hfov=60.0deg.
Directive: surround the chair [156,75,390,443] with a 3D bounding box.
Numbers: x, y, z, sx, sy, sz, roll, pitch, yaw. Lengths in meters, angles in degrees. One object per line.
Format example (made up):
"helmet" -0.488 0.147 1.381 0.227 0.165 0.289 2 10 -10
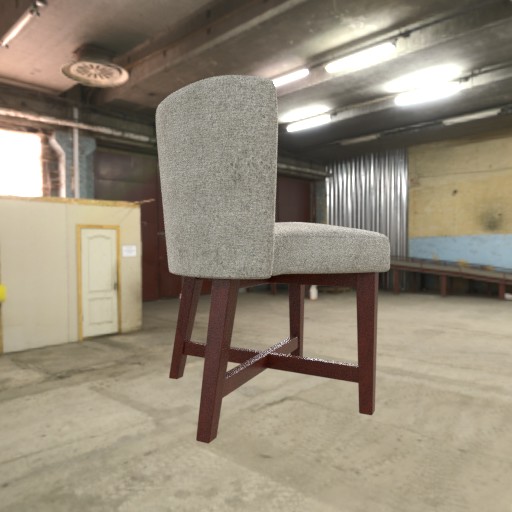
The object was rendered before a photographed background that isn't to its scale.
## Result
"chair" 0.000 0.000 1.309 0.575 0.827 0.728 0 1 -18
